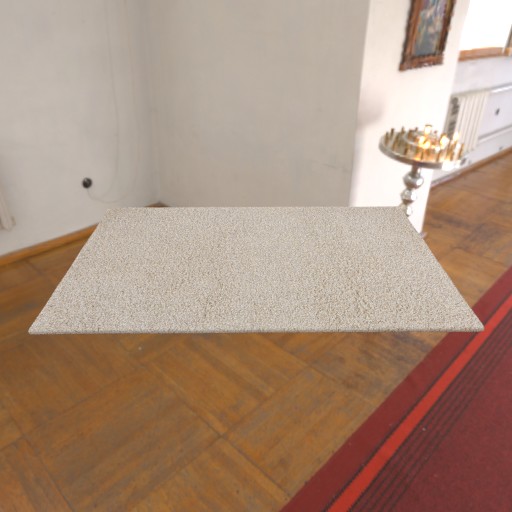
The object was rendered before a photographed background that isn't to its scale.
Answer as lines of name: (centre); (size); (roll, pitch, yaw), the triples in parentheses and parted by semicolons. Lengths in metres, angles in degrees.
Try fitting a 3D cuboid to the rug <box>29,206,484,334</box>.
rug: (0.000, 0.000, 3.413); (2.743, 0.030, 1.778); (0, 31, 0)
